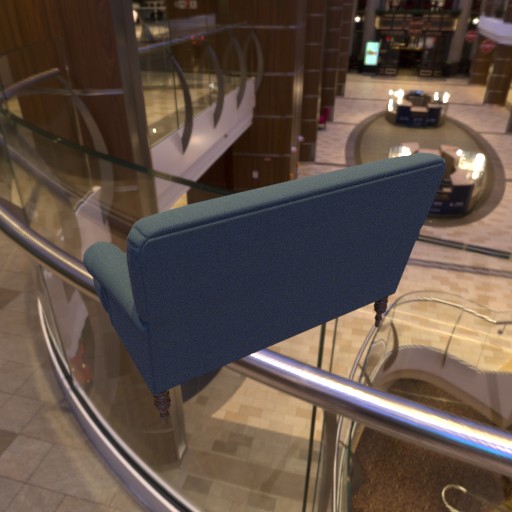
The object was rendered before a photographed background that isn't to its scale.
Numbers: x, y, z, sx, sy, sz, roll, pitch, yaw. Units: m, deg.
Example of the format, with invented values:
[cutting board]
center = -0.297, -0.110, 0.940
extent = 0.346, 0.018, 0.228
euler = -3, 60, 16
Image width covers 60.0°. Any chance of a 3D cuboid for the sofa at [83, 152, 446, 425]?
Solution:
[sofa]
center = 0.000, 0.000, 1.852
extent = 1.297, 0.889, 0.779
euler = -17, 35, -26
